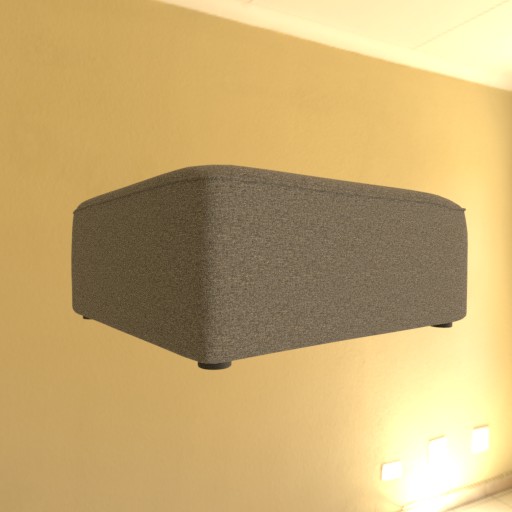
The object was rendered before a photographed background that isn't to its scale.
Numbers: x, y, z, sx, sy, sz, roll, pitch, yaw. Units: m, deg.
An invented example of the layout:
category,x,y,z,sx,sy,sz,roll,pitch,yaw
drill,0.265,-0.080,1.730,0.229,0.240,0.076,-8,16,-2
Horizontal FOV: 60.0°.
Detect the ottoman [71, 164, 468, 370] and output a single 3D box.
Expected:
category,x,y,z,sx,sy,sz,roll,pitch,yaw
ottoman,0.000,0.000,1.561,1.005,0.464,1.015,0,0,-36
